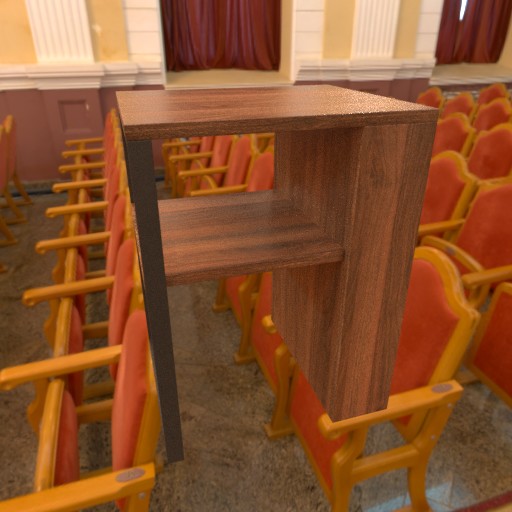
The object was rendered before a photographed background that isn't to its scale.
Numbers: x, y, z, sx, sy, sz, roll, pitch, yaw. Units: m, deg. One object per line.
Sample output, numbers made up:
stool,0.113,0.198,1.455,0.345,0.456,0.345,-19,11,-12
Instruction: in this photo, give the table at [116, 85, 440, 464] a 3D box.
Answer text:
table,0.000,0.000,1.548,0.786,1.041,0.660,-8,27,-15
